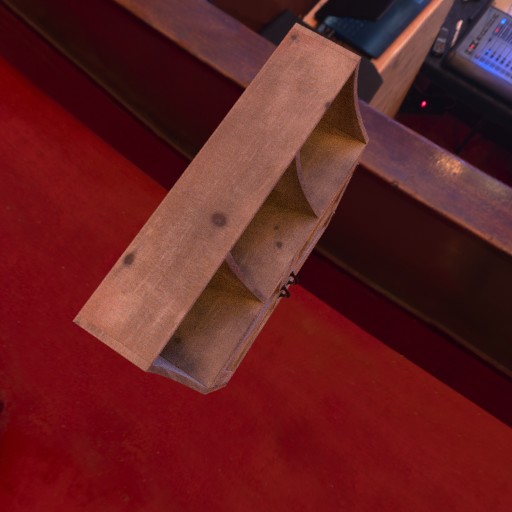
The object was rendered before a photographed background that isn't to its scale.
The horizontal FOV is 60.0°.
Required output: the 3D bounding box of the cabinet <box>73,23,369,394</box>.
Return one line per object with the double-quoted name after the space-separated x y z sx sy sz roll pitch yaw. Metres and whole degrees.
0.000 0.000 0.831 0.184 0.590 0.489 32 77 8 "cabinet"
